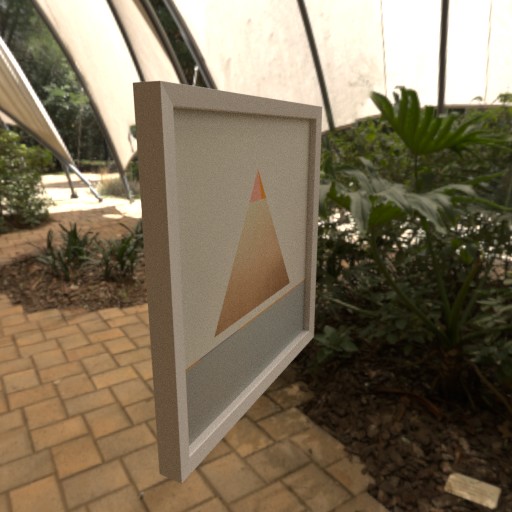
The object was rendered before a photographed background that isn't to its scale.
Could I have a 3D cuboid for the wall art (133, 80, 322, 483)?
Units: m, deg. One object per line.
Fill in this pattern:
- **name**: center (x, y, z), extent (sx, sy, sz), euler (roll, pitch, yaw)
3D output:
- **wall art**: center (0.000, 0.000, 1.920), extent (0.098, 1.291, 1.289), euler (8, 17, 26)
